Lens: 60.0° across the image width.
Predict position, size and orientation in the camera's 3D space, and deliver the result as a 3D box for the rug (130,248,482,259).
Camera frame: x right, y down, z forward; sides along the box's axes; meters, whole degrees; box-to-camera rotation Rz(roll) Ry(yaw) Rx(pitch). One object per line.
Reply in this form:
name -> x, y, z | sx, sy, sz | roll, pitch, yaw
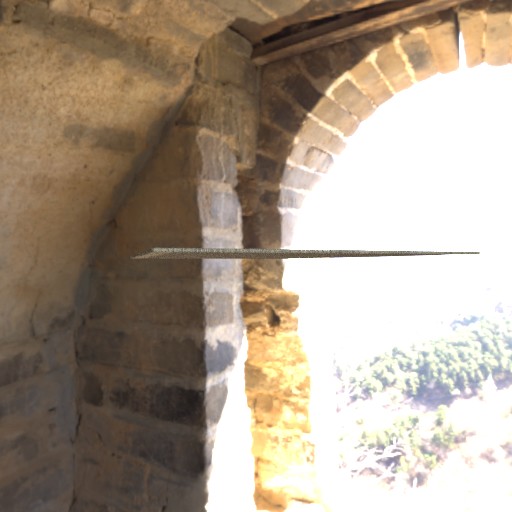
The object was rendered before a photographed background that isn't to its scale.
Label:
rug -> 0.000, 0.000, 2.913 | 1.523, 0.017, 2.263 | 0, -1, -18
